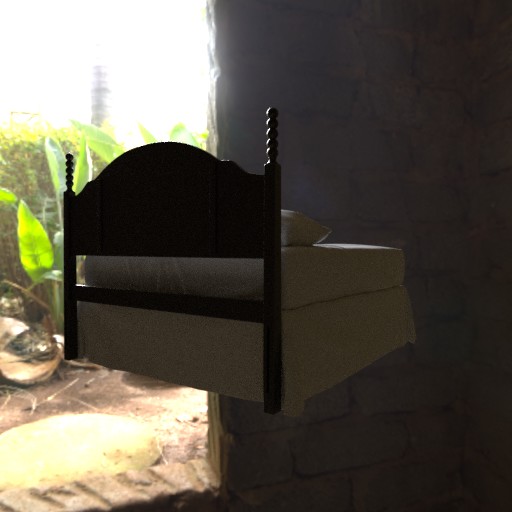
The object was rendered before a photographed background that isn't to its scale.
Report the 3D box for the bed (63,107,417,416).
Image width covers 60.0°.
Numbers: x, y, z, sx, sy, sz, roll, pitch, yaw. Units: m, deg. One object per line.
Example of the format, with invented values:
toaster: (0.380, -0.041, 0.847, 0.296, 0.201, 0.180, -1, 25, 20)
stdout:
bed: (0.000, 0.000, 3.238, 1.873, 1.356, 2.040, 1, 1, 36)
